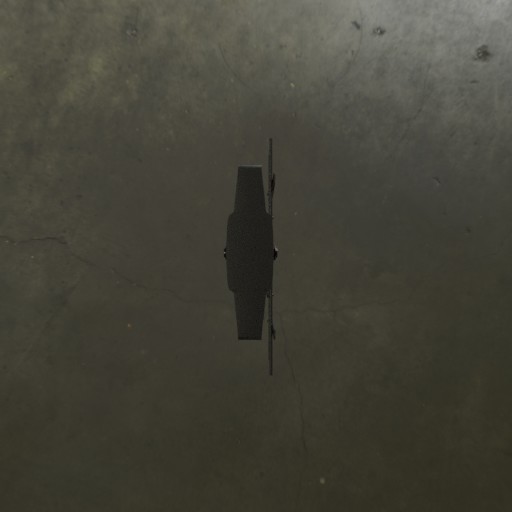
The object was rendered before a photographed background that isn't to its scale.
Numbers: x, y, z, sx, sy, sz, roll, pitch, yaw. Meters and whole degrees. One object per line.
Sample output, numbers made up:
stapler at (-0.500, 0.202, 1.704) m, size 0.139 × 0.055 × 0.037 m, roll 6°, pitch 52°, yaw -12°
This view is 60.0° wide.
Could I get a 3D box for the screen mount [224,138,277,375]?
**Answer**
screen mount at (0.000, 0.000, 1.032) m, size 0.090 × 0.775 × 0.595 m, roll 0°, pitch 89°, yaw 1°
